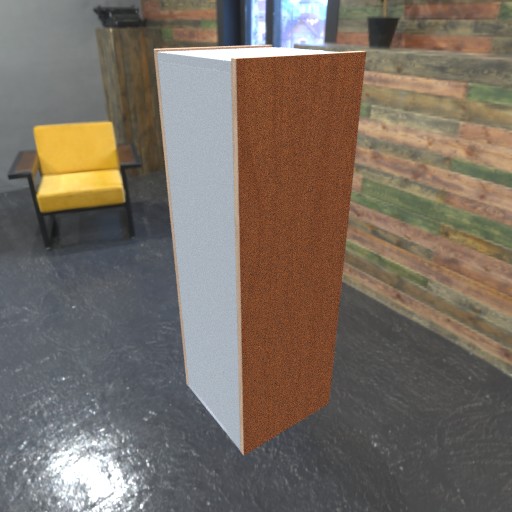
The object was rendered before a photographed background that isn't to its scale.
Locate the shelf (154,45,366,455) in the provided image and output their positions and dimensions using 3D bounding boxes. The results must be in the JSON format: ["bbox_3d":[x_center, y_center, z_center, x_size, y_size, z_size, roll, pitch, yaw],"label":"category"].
[{"bbox_3d":[0.000,0.000,1.067,0.290,0.900,0.300,-19,33,-31],"label":"shelf"}]
